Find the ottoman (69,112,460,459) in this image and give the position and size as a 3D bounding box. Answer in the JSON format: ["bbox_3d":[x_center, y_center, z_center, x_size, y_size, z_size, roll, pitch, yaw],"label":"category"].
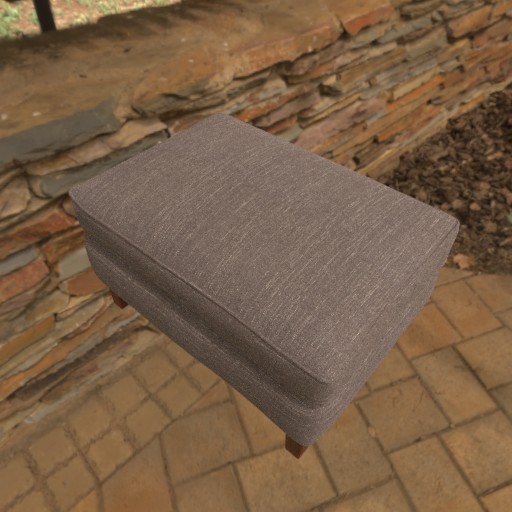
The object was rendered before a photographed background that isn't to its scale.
[{"bbox_3d":[0.000,0.000,0.997,0.686,0.406,0.508,32,54,27],"label":"ottoman"}]
